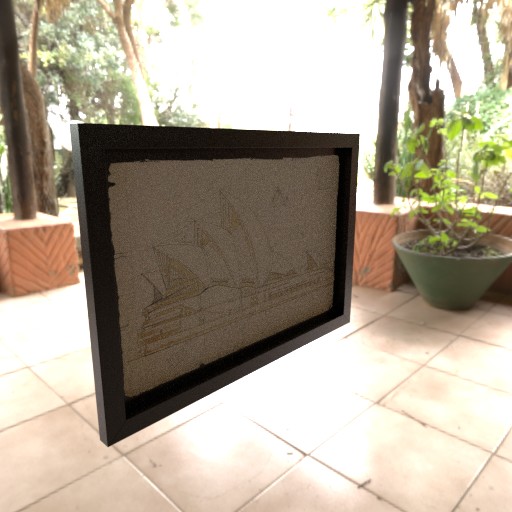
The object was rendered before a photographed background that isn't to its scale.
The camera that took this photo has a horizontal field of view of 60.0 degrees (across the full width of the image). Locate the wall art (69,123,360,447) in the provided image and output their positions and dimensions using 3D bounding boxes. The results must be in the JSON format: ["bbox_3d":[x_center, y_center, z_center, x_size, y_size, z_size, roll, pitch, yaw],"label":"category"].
[{"bbox_3d":[0.000,0.000,0.836,0.027,0.458,0.657,13,19,42],"label":"wall art"}]
